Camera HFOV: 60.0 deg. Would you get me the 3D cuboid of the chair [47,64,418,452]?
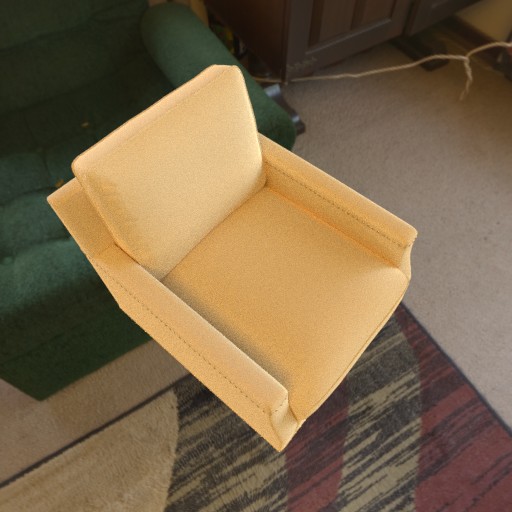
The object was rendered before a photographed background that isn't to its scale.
[{"bbox_3d":[0.000,0.000,1.652,1.014,0.943,0.853,36,65,20],"label":"chair"}]
